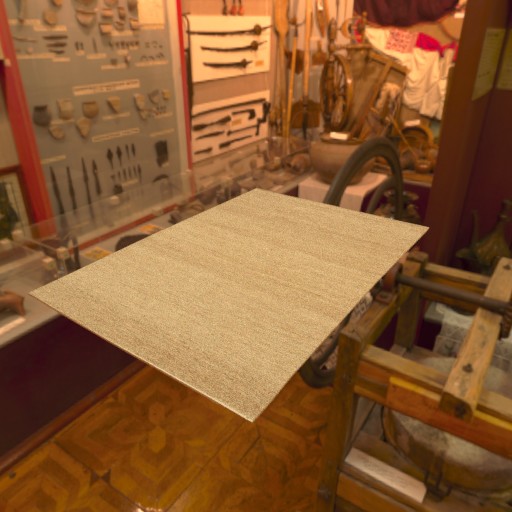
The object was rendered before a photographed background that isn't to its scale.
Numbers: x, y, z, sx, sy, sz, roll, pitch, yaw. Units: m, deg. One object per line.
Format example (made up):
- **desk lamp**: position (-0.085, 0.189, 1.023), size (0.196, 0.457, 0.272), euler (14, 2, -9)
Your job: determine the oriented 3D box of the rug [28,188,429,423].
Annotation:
- **rug**: position (0.000, 0.000, 2.943), size (1.596, 0.030, 2.283), euler (19, 33, 31)
